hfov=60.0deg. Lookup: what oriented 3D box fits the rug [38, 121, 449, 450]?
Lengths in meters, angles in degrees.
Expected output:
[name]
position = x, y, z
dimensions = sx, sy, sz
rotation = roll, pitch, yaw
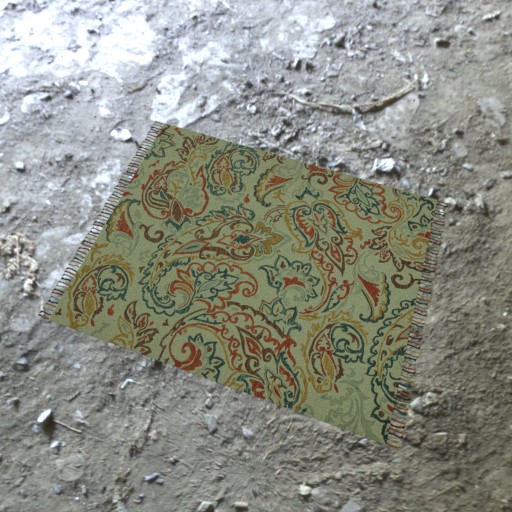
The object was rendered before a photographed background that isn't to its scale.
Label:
[rug]
position = 0.000, 0.000, 4.227
dimensions = 3.274, 0.015, 2.439
rotation = 18, 65, 9
